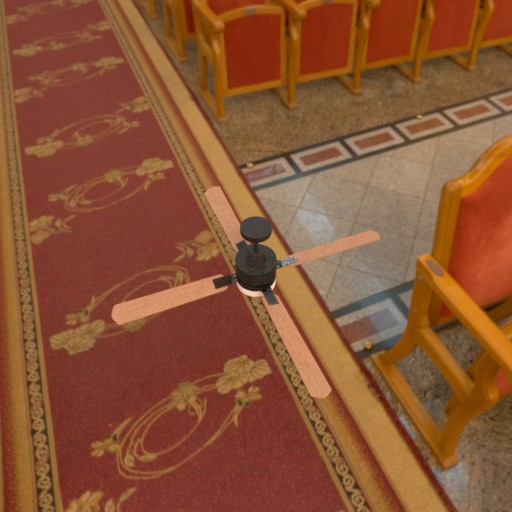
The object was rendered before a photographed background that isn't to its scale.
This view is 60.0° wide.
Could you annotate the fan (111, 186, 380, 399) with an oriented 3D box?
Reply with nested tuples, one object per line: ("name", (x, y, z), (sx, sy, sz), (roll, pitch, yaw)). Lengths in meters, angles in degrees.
("fan", (0.000, 0.000, 1.967), (1.320, 0.355, 1.320), (-17, 50, -15))
